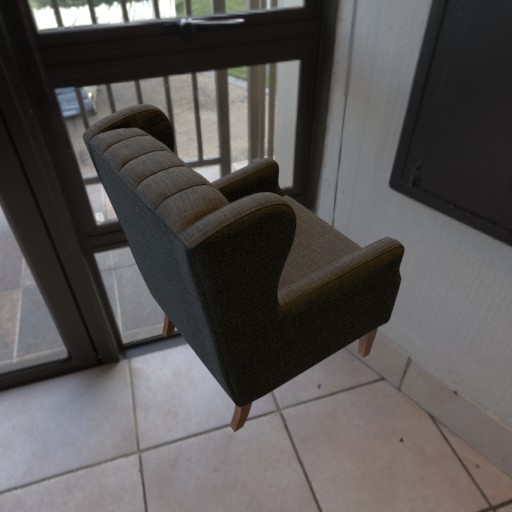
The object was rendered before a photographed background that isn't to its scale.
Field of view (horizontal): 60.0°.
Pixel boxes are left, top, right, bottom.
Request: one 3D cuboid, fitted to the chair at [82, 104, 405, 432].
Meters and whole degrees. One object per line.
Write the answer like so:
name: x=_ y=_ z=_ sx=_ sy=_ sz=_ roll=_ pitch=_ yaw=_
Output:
chair: x=0.000 y=0.000 z=1.513 sx=0.775 sy=0.953 sz=0.711 roll=-26 pitch=47 yaw=-26
